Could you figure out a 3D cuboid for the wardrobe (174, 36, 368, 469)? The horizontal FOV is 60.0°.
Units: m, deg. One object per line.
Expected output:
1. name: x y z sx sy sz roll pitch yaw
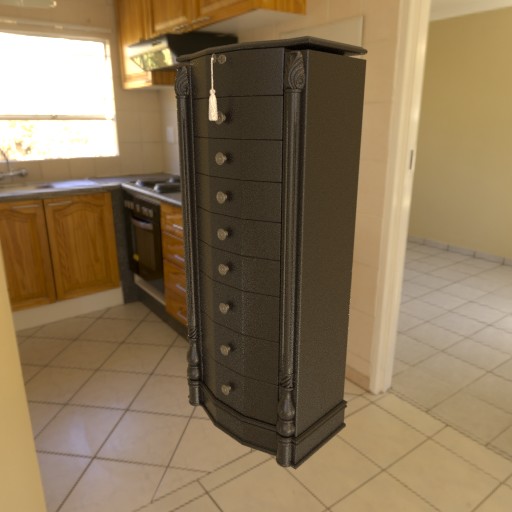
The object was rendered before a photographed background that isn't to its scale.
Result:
1. wardrobe: 0.000 0.000 1.189 0.444 1.011 0.295 16 23 41
